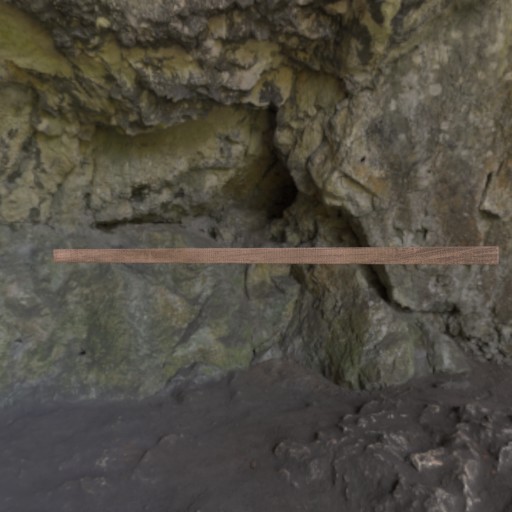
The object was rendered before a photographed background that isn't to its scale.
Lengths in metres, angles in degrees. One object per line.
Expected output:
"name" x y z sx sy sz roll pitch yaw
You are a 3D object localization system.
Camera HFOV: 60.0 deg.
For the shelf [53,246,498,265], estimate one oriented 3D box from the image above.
"shelf" 0.000 0.000 0.651 0.610 0.020 0.140 0 0 18
